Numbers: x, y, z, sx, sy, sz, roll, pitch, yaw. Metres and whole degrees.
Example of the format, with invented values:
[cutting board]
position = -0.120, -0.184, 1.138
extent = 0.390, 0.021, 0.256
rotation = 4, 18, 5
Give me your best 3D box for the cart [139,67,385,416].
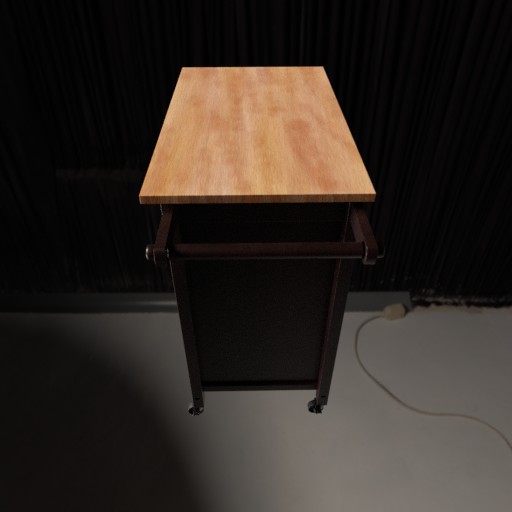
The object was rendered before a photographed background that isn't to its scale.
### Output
[cart]
position = 0.000, 0.000, 1.413
extent = 0.472, 0.878, 0.914
rotation = -1, 40, -1
